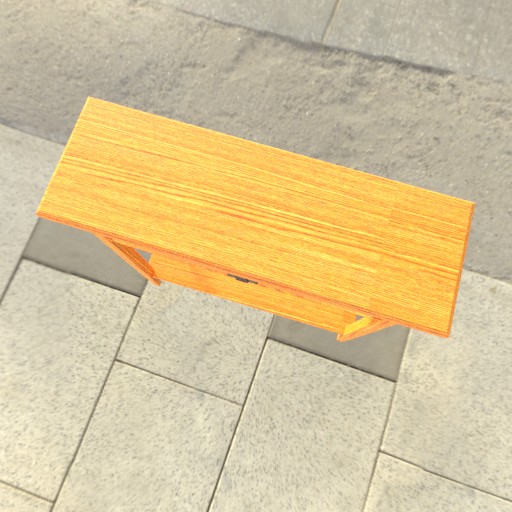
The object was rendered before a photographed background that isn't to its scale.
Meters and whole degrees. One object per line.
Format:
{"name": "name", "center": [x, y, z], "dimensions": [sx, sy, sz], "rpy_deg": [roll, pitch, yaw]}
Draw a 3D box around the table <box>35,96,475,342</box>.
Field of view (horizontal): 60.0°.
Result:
{"name": "table", "center": [0.000, 0.000, 1.146], "dimensions": [0.762, 0.711, 0.254], "rpy_deg": [16, 76, 4]}
